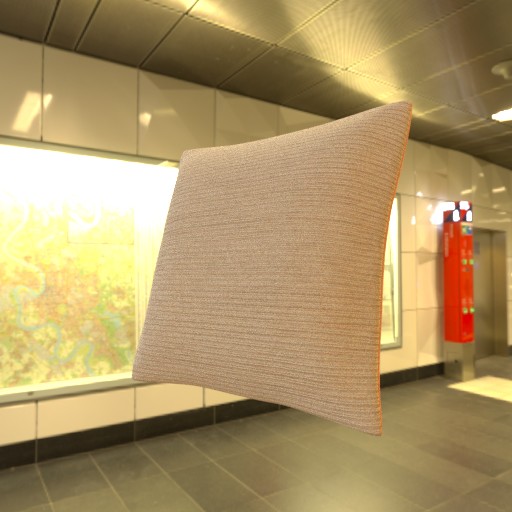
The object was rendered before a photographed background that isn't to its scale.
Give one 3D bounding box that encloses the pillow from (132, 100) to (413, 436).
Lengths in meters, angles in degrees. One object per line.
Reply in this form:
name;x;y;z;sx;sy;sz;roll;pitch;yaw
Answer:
pillow;0.000;0.000;0.651;0.424;0.401;0.177;-2;-3;37
